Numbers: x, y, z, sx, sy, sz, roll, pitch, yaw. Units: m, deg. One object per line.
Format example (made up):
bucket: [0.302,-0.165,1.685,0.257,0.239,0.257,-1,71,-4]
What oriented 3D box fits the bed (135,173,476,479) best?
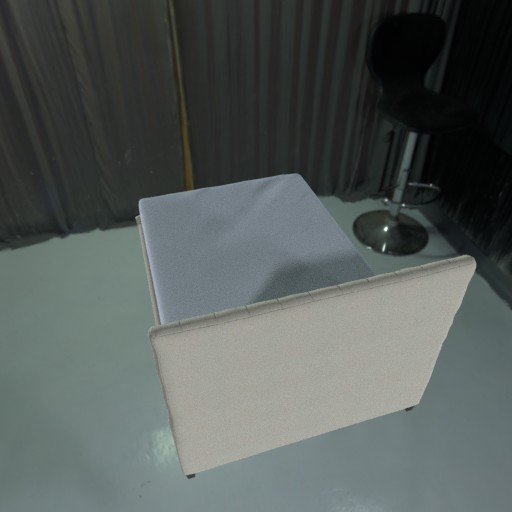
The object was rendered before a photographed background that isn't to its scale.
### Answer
bed: [0.000,0.000,3.388,1.698,1.427,2.387,-12,42,-13]
